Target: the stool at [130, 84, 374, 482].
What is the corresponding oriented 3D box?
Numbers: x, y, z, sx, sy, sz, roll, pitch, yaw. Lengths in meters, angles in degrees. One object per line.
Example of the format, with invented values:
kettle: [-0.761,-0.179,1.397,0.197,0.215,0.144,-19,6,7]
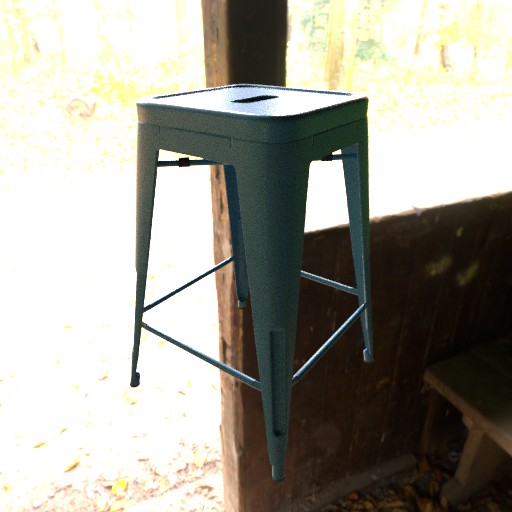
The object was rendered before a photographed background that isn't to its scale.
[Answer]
stool: [0.000,0.000,0.890,0.410,0.608,0.410,19,32,32]
